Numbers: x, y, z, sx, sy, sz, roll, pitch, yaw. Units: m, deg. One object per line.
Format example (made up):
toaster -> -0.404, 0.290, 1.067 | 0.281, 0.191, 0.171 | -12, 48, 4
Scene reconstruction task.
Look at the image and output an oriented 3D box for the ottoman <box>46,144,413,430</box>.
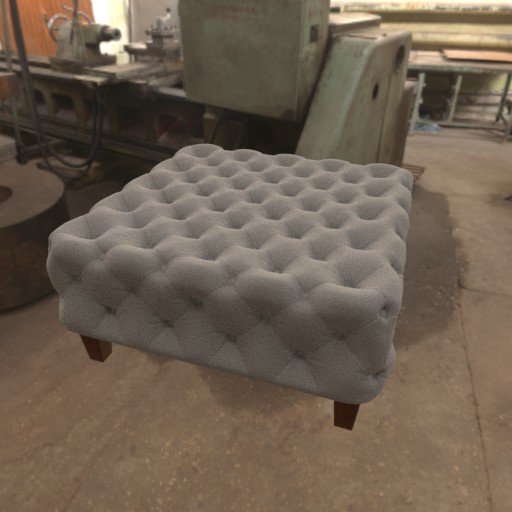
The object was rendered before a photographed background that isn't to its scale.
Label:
ottoman -> 0.000, 0.000, 1.434 | 0.917, 0.439, 0.911 | 10, 32, 16
